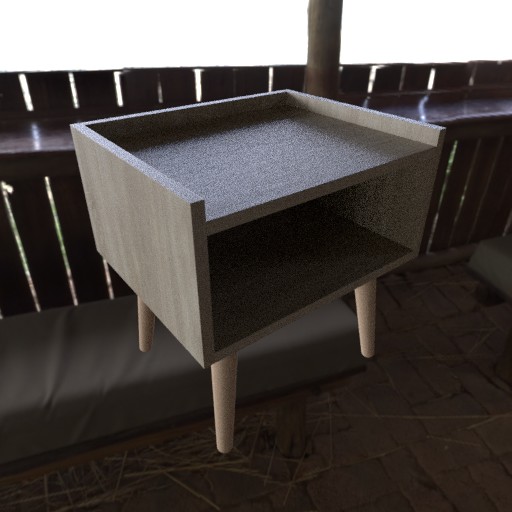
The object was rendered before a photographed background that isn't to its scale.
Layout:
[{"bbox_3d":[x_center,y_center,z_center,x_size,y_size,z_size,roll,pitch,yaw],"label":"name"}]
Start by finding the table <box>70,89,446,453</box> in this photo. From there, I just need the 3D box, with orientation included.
[{"bbox_3d":[0.000,0.000,0.808,0.450,0.470,0.370,-22,38,-31],"label":"table"}]
